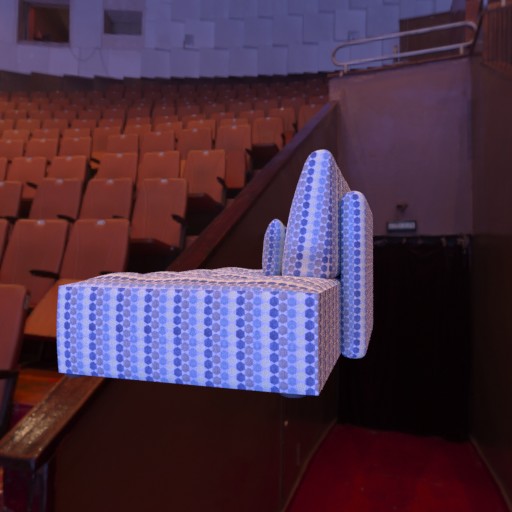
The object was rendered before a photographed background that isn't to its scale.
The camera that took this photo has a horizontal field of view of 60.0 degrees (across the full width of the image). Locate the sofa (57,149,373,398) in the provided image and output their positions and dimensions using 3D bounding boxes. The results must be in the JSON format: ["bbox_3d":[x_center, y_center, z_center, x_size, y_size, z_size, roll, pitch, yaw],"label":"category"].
[{"bbox_3d":[0.000,0.000,2.036,1.000,0.820,1.450,0,0,17],"label":"sofa"}]
